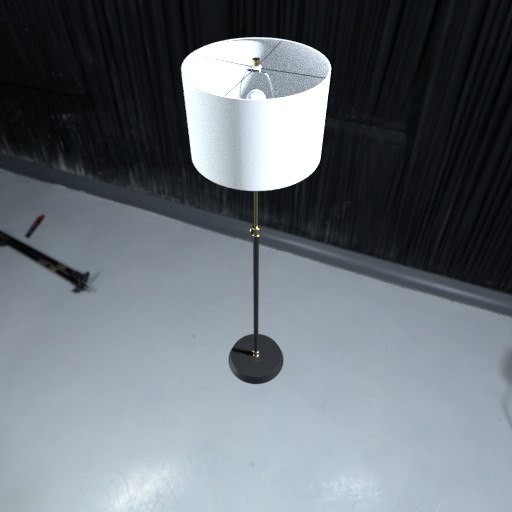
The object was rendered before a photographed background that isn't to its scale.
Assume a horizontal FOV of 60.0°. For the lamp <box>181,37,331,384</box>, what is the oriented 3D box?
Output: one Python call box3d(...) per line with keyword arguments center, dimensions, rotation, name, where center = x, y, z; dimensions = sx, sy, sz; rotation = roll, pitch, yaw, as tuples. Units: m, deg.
box3d(center=(0.000, 0.000, 1.735), dimensions=(0.404, 1.517, 0.404), rotation=(17, 48, 16), name="lamp")
